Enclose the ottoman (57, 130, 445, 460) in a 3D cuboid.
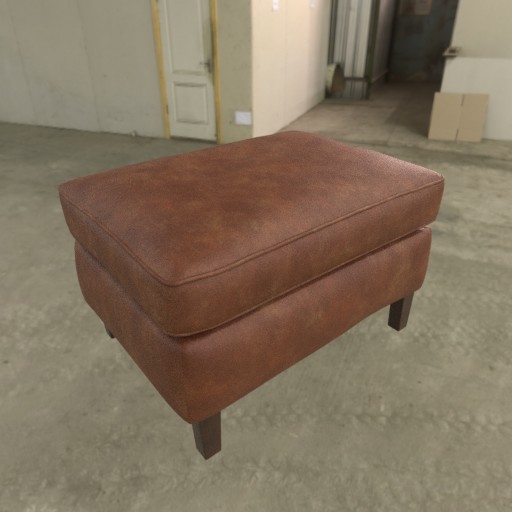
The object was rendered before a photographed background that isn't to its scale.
[{"bbox_3d":[0.000,0.000,0.973,0.665,0.418,0.501,-22,37,-32],"label":"ottoman"}]
